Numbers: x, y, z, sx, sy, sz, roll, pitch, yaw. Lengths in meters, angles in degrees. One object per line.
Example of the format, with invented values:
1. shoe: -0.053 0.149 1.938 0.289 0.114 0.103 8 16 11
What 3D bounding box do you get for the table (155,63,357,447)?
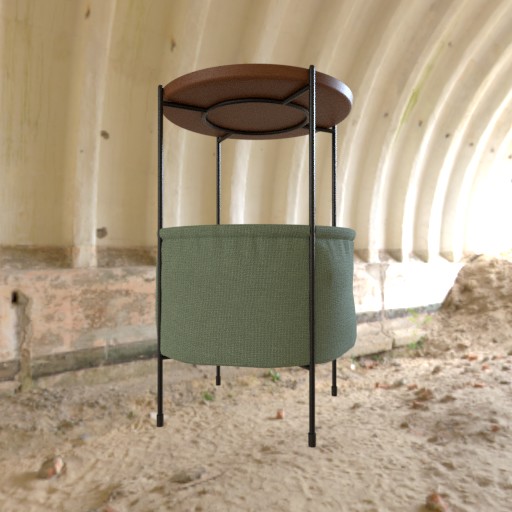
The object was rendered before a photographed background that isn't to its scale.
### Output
1. table: 0.000 0.000 0.901 0.400 0.623 0.400 0 0 17
